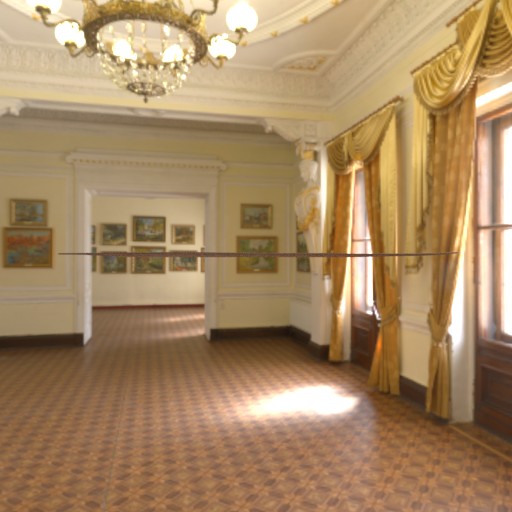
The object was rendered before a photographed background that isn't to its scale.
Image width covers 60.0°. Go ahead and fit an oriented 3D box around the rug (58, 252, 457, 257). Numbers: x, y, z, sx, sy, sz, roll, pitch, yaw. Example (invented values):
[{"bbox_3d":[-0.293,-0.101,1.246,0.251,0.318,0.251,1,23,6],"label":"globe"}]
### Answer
[{"bbox_3d":[0.000,0.000,4.002,2.263,0.022,3.029,0,-1,-1],"label":"rug"}]
